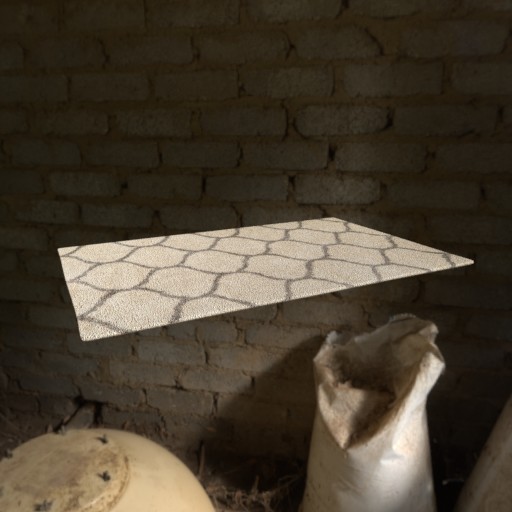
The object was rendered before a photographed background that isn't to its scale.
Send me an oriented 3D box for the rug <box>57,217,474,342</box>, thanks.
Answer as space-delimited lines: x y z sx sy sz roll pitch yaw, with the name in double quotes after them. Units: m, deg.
0.000 0.000 2.943 2.348 0.024 1.501 -8 19 -25 "rug"
